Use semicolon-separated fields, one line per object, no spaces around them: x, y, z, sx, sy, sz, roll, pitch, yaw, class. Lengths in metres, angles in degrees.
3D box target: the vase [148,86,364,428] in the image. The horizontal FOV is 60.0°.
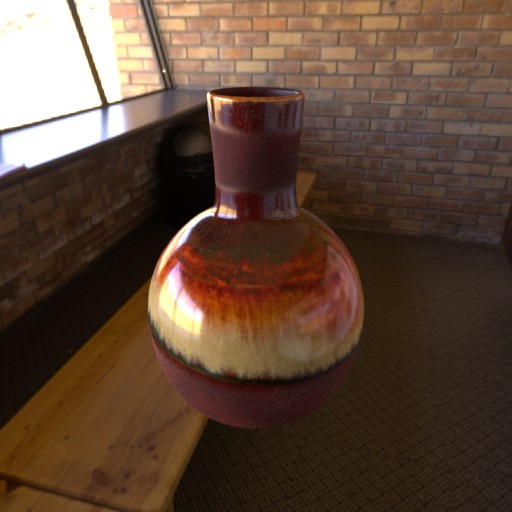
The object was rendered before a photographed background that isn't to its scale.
0.000;0.000;0.220;0.111;0.154;0.111;0;26;0;vase
